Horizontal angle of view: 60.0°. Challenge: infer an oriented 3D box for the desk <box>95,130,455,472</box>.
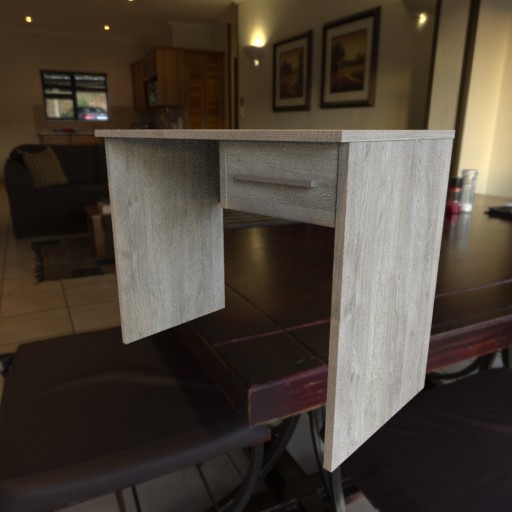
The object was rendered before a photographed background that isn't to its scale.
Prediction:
[{"bbox_3d":[0.000,0.000,1.325,0.893,0.724,0.498,15,22,42],"label":"desk"}]
